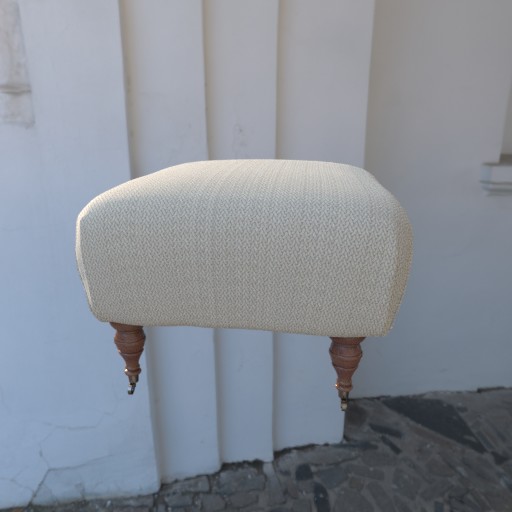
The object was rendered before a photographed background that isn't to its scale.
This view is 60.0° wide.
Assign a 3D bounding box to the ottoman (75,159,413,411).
[{"bbox_3d":[0.000,0.000,1.095,0.622,0.447,0.684,2,17,7],"label":"ottoman"}]
